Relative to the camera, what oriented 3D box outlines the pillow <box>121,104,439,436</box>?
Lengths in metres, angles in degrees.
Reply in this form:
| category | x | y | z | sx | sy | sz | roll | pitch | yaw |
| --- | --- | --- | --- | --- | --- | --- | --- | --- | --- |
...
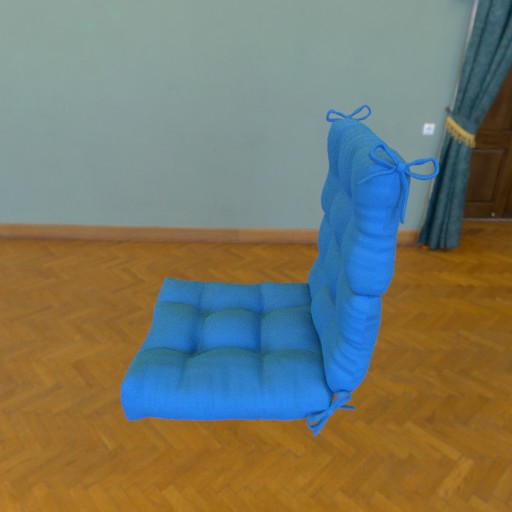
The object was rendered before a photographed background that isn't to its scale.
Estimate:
| category | x | y | z | sx | sy | sz | roll | pitch | yaw |
| --- | --- | --- | --- | --- | --- | --- | --- | --- | --- |
| pillow | 0.000 | 0.000 | 1.013 | 0.571 | 0.605 | 0.519 | 0 | 26 | 1 |
